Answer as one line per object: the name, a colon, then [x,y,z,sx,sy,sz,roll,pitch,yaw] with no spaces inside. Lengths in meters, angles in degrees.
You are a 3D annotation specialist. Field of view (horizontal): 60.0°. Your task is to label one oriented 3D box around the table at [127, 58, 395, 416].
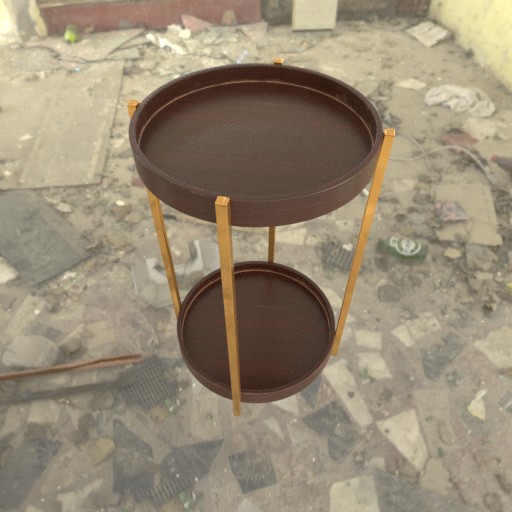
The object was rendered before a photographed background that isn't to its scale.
table: [0.000,0.000,0.876,0.400,0.610,0.400,9,48,8]
